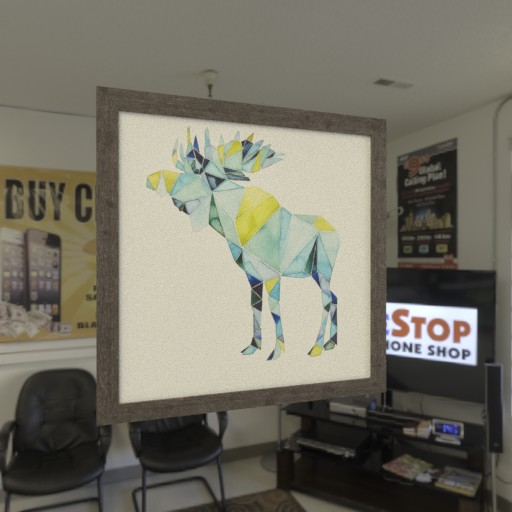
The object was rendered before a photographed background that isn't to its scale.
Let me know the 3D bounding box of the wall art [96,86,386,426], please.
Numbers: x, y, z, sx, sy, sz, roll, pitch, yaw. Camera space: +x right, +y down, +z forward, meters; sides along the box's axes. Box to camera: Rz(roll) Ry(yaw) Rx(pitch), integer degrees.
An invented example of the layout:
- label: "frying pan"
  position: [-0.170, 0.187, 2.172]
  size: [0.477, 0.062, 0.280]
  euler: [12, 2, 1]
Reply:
- label: "wall art"
  position: [0.000, 0.000, 0.675]
  size: [0.457, 0.457, 0.013]
  euler: [0, 0, -19]
